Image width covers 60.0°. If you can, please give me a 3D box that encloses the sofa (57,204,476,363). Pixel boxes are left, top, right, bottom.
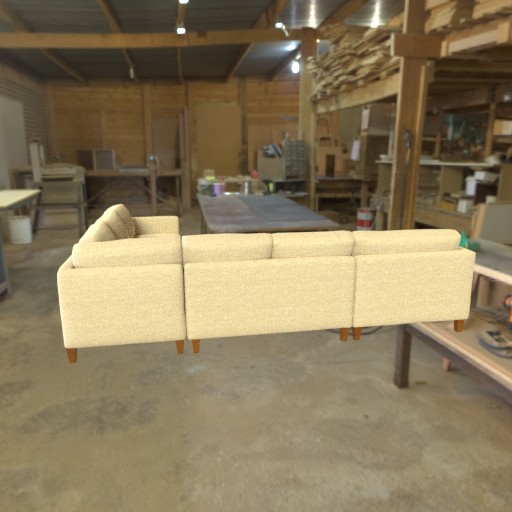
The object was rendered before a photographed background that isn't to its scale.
[{"bbox_3d":[0.000,0.000,4.796,3.460,0.961,2.594,-3,14,-10],"label":"sofa"}]
